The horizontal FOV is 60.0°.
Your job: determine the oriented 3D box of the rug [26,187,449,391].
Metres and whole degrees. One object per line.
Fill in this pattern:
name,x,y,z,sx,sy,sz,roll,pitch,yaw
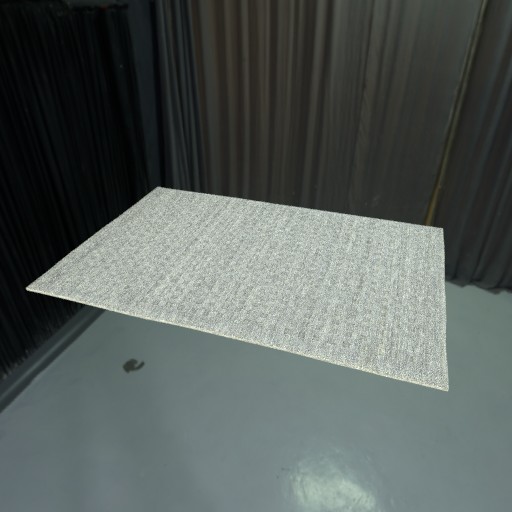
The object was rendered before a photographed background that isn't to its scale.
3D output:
rug,0.000,0.000,2.855,2.297,0.018,1.532,10,34,16
